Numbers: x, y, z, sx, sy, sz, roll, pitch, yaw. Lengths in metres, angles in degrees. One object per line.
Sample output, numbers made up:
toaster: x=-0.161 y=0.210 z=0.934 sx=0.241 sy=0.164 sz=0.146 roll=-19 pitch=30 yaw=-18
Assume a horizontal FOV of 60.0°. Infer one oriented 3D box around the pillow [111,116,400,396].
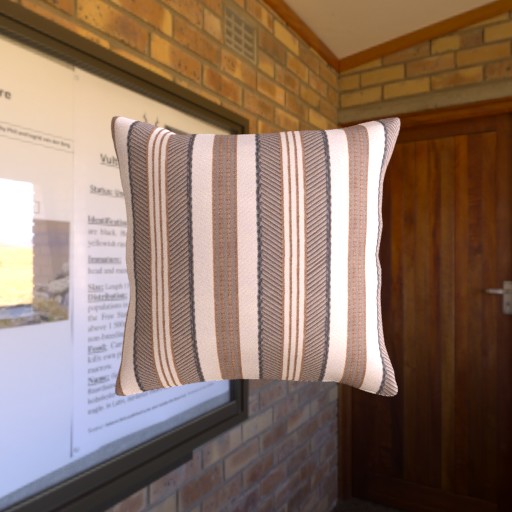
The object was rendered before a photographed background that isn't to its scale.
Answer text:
pillow: x=0.000 y=0.000 z=0.636 sx=0.416 sy=0.401 sz=0.173 roll=0 pitch=0 yaw=0
